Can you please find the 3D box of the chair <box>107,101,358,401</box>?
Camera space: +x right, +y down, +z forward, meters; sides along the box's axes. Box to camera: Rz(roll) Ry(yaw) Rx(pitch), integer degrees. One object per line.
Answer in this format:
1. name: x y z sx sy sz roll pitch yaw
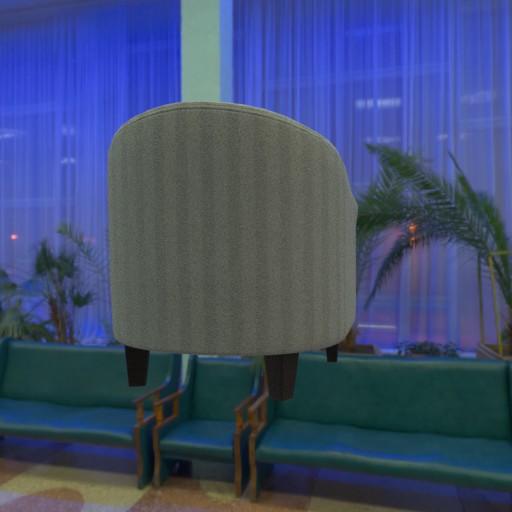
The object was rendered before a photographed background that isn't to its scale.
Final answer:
1. chair: 0.000 0.000 1.693 0.756 0.757 1.288 0 0 17
